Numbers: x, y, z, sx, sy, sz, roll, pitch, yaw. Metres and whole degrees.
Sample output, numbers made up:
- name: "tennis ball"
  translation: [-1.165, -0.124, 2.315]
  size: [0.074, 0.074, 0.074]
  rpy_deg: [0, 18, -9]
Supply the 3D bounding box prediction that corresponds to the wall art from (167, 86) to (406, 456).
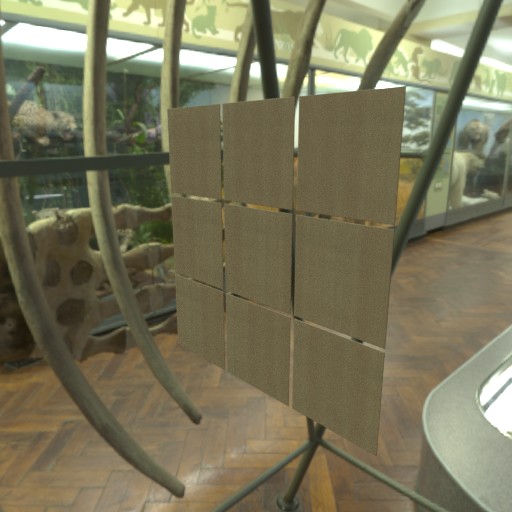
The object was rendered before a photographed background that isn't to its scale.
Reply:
- name: "wall art"
  translation: [0.000, 0.000, 2.264]
  size: [0.002, 1.505, 1.517]
  rpy_deg: [-13, 20, -42]
